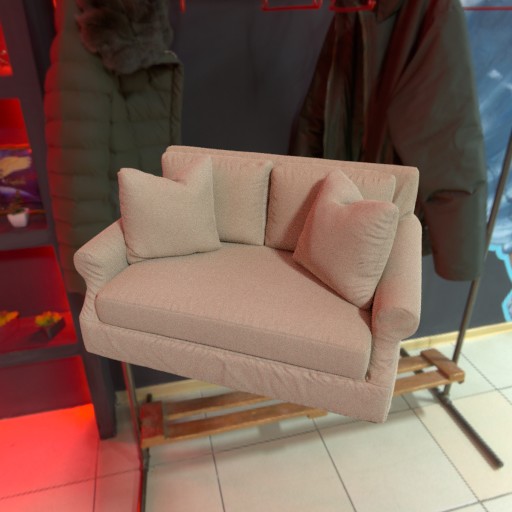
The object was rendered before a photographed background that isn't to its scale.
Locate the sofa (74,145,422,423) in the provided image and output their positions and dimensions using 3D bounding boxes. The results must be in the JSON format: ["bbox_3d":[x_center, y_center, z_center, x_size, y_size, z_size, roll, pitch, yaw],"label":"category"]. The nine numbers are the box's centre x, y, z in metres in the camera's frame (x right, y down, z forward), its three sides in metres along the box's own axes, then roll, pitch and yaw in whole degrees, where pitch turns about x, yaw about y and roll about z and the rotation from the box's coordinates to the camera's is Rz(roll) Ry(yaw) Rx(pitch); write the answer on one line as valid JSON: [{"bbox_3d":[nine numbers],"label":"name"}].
[{"bbox_3d":[0.000,0.000,2.209,1.550,0.905,1.070,9,30,16],"label":"sofa"}]
